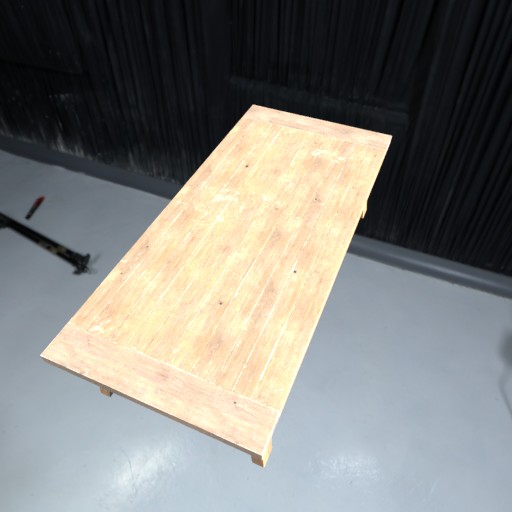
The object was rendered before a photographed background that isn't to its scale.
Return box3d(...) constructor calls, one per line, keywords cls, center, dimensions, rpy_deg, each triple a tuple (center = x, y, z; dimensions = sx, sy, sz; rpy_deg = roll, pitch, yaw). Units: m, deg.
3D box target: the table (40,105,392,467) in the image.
box3d(cls="table", center=(0.000, 0.000, 2.121), dimensions=(0.820, 0.465, 1.800), rpy_deg=(18, 51, 15))
